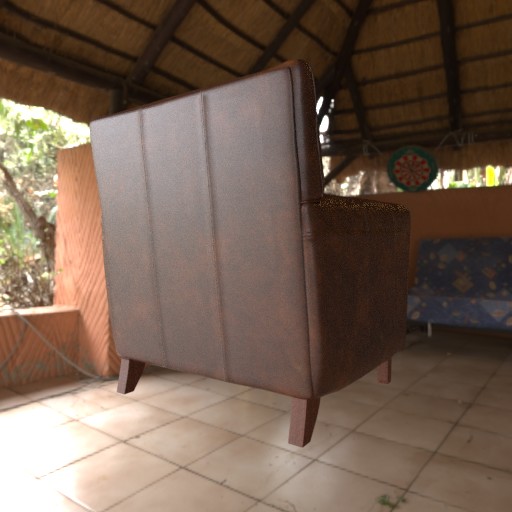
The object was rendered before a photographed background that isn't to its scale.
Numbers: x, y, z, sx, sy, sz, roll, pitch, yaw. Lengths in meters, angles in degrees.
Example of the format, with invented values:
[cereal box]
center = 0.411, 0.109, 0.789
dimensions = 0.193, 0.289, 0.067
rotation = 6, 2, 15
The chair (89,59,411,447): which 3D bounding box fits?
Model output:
[chair]
center = 0.000, 0.000, 1.574
dimensions = 0.870, 0.943, 0.823
rotation = 1, 1, 36
